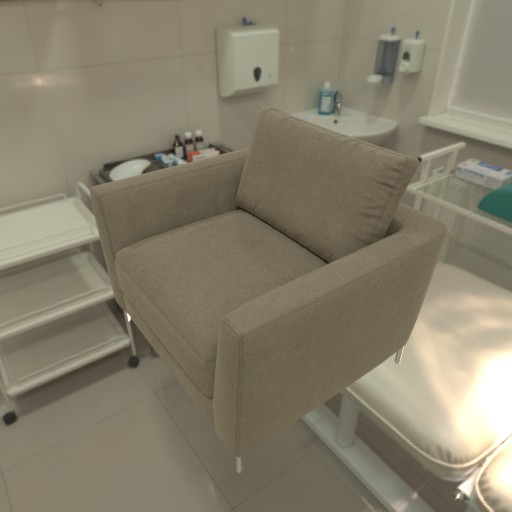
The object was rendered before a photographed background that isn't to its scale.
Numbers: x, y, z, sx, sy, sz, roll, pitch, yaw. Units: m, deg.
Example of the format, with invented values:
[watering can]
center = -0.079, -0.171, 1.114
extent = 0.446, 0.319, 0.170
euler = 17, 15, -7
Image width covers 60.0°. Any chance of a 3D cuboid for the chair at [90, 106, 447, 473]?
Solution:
[chair]
center = 0.000, 0.000, 1.665
extent = 0.889, 0.864, 1.041
euler = -22, 39, -30
